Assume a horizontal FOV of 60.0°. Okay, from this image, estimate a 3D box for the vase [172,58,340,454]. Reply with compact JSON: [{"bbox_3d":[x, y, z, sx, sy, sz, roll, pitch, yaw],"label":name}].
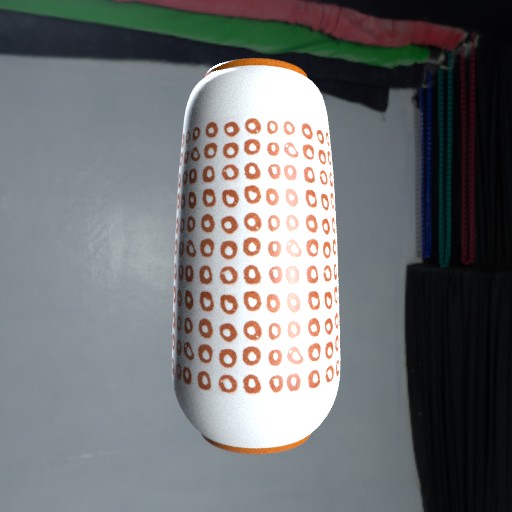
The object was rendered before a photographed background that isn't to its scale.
[{"bbox_3d":[0.000,0.000,0.356,0.133,0.282,0.133,0,1,0],"label":"vase"}]
